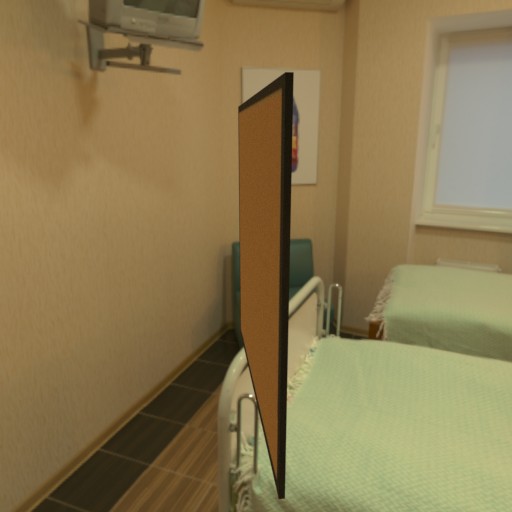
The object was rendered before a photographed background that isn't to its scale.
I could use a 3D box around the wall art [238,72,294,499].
[{"bbox_3d":[0.000,0.000,1.206,0.013,0.823,0.823,-2,15,-7],"label":"wall art"}]
